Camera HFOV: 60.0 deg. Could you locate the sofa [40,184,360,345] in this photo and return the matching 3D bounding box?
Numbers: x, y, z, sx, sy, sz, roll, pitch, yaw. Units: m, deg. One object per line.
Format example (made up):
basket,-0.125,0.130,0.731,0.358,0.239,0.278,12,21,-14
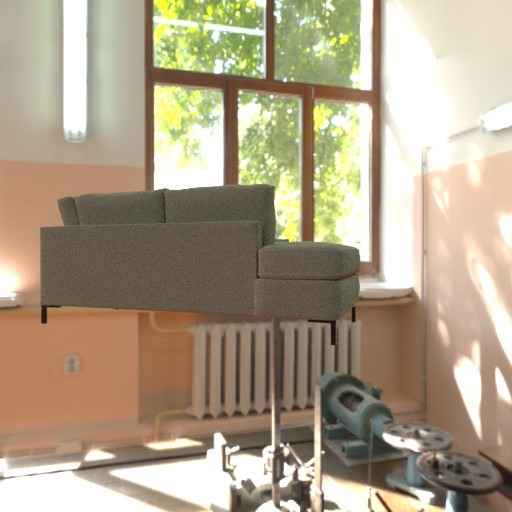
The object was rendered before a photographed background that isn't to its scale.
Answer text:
sofa,0.000,0.000,3.903,1.989,0.862,2.984,0,1,20
